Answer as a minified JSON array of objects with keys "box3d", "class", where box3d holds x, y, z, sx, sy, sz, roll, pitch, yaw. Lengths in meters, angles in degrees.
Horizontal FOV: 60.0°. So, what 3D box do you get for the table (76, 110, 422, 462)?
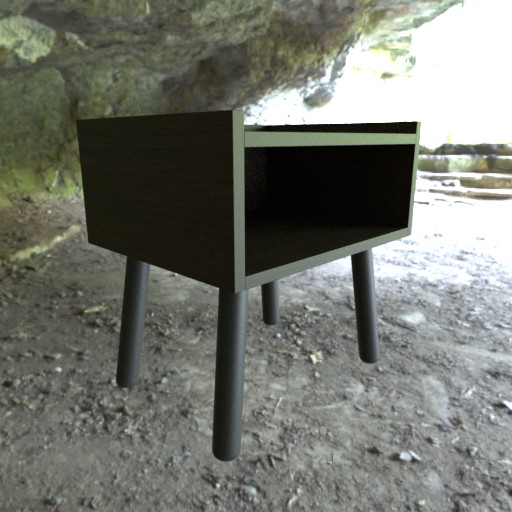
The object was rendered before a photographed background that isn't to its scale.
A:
[{"box3d":[0.000,0.000,0.804,0.370,0.470,0.450,14,20,42],"class":"table"}]
